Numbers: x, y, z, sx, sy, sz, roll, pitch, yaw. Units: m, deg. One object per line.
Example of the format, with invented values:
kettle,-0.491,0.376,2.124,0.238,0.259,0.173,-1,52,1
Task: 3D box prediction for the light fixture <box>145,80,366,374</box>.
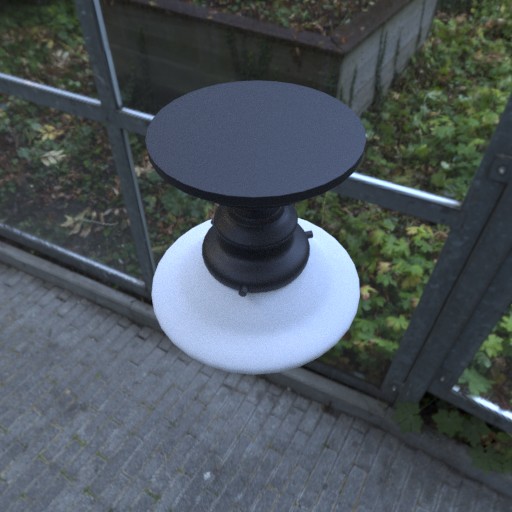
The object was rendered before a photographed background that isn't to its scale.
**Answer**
light fixture,0.000,0.000,0.399,0.197,0.254,0.197,0,46,0
